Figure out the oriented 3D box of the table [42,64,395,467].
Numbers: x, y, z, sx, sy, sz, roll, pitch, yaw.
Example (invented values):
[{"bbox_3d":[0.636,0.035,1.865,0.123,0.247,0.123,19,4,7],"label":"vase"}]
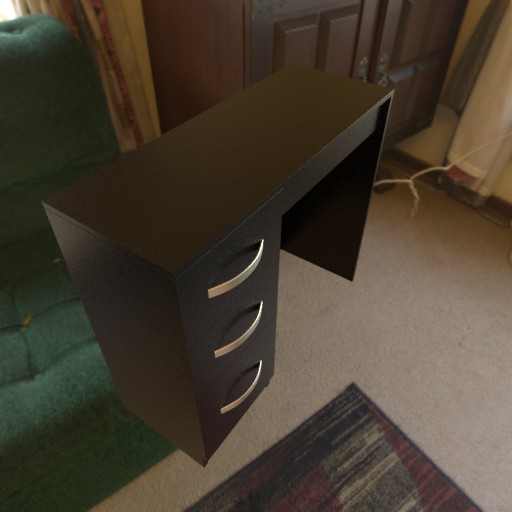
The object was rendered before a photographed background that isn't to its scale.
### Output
[{"bbox_3d":[0.000,0.000,1.342,0.380,0.790,0.930,26,48,25],"label":"table"}]
